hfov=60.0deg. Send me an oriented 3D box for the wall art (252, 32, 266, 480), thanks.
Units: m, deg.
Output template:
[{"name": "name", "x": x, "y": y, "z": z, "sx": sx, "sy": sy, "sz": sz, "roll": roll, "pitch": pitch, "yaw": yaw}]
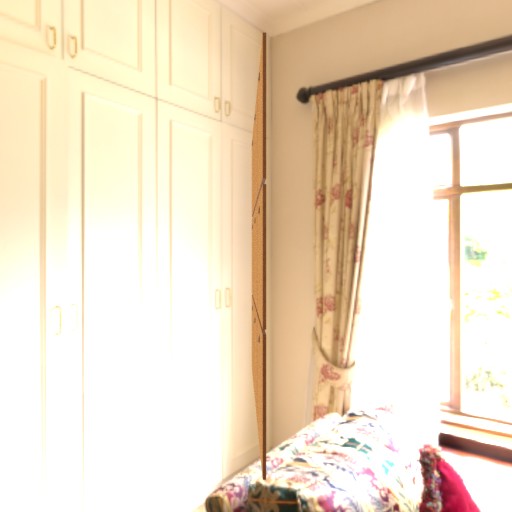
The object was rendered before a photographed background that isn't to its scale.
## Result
[{"name": "wall art", "x": 0.000, "y": 0.000, "z": 2.283, "sx": 0.019, "sy": 1.532, "sz": 1.533, "roll": 0, "pitch": 0, "yaw": -2}]
